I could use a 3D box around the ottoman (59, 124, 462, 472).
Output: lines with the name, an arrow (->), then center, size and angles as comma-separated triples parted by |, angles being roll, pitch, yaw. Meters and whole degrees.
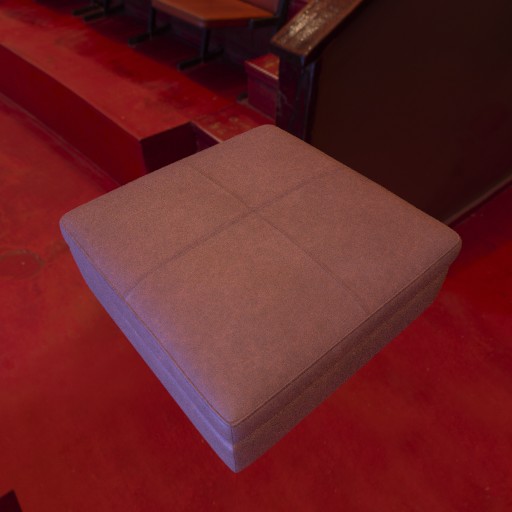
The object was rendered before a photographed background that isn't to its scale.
ottoman -> 0.000, 0.000, 1.837 | 1.168, 0.490, 1.168 | -32, 54, -27
